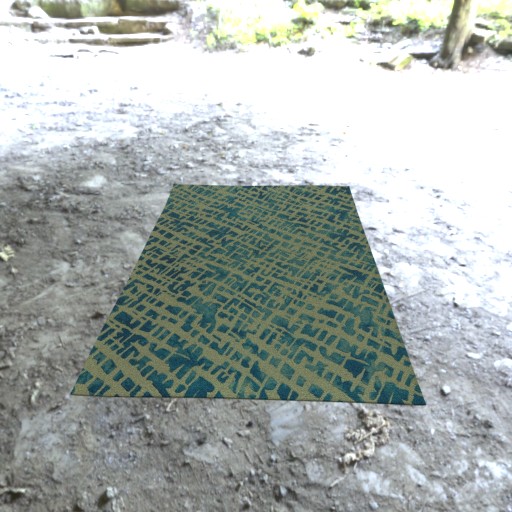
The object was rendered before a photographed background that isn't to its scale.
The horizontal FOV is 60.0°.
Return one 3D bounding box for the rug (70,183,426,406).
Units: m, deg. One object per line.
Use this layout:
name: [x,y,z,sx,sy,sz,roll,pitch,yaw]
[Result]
rug: [0.000,0.000,2.274,1.209,0.011,1.830,1,32,2]
